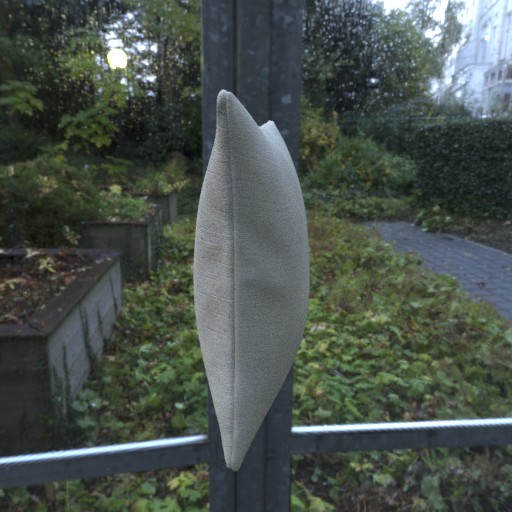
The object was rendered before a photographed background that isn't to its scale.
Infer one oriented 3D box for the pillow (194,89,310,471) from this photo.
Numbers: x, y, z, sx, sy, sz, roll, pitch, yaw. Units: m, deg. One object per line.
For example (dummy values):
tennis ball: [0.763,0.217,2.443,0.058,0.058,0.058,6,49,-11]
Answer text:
pillow: [0.000,0.000,0.667,0.162,0.420,0.437,2,13,8]
